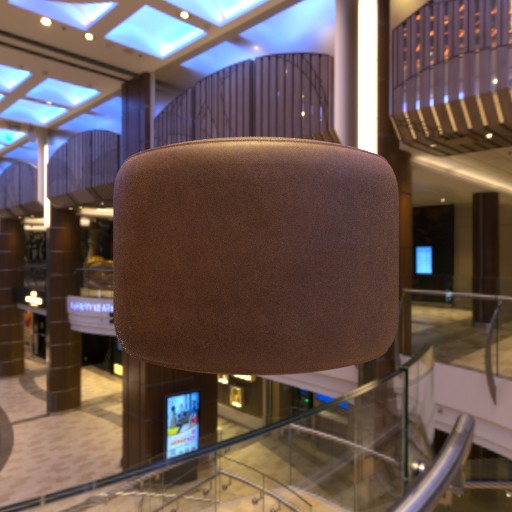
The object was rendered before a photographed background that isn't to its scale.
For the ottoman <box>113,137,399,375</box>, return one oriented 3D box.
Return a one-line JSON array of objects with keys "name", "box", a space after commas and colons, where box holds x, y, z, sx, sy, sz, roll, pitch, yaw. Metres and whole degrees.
[{"name": "ottoman", "box": [0.000, 0.000, 0.990, 0.607, 0.438, 0.607, 0, 0, 0]}]
